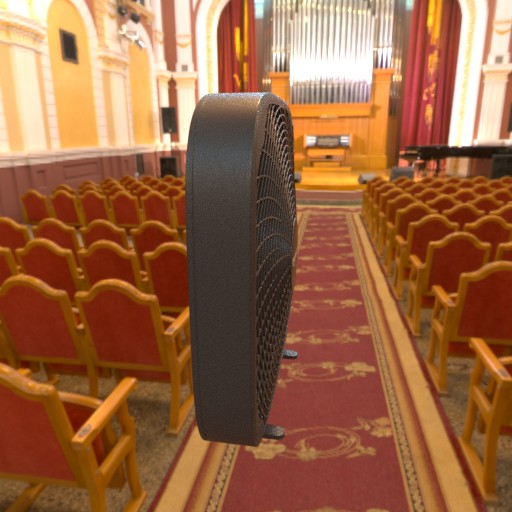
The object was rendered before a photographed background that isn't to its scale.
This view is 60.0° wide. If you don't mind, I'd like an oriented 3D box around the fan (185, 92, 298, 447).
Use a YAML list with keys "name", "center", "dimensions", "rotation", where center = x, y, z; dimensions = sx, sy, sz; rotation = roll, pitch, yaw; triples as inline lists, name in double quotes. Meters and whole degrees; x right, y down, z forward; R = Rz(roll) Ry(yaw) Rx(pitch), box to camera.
- name: "fan"
  center: [0.000, 0.000, 0.791]
  dimensions: [0.142, 0.533, 0.526]
  rotation: [3, 16, 9]
